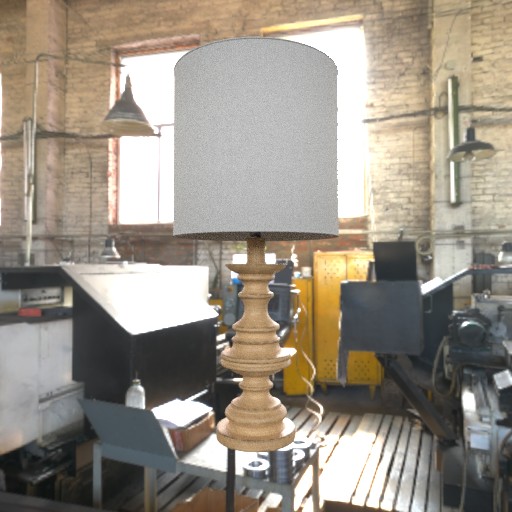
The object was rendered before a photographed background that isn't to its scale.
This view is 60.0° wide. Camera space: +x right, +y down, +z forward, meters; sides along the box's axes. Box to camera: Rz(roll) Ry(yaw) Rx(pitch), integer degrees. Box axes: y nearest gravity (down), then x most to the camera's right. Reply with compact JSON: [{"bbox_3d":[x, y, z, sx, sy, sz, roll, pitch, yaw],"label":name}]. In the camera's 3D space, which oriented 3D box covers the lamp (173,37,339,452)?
[{"bbox_3d":[0.000,0.000,0.564,0.208,0.455,0.208,0,-1,-20],"label":"lamp"}]
